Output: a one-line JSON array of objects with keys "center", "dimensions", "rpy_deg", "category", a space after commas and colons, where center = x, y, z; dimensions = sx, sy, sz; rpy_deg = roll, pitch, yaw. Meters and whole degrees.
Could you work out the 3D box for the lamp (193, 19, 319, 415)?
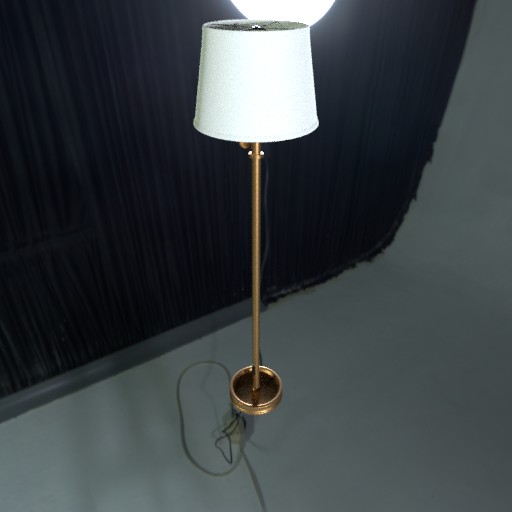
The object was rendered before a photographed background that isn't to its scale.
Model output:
[{"center": [0.000, 0.000, 0.763], "dimensions": [0.178, 0.710, 0.178], "rpy_deg": [0, 33, 0], "category": "lamp"}]
